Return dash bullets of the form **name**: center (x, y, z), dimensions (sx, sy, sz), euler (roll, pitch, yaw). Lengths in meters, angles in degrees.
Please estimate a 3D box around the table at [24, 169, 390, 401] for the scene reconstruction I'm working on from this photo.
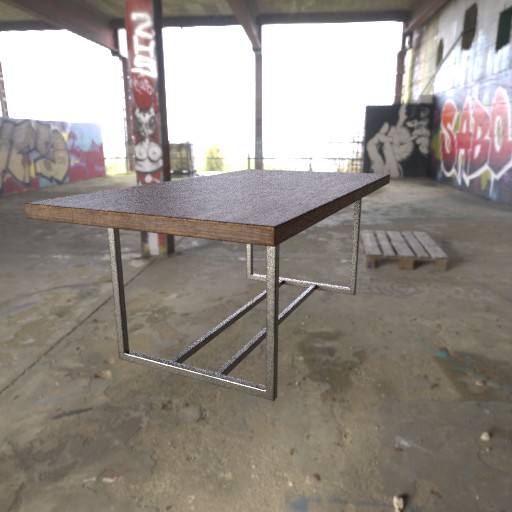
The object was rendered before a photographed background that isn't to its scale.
- **table**: center (0.000, 0.000, 2.488), dimensions (1.078, 0.795, 1.989), euler (7, 17, 25)
